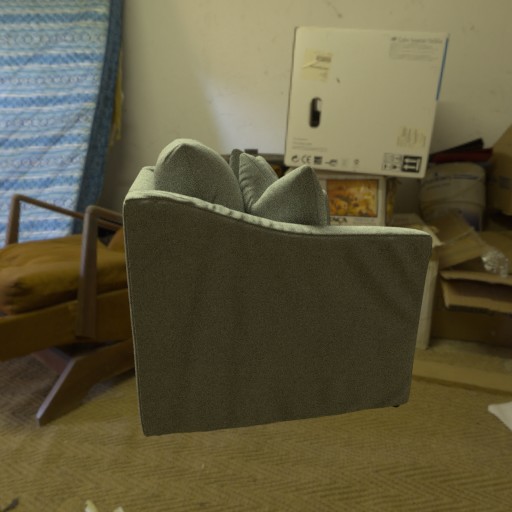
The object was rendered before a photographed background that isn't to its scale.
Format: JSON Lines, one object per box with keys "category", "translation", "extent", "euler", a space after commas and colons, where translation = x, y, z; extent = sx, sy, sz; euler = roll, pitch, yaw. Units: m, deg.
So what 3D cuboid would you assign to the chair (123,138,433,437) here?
{"category": "chair", "translation": [0.000, 0.000, 2.073], "extent": [1.071, 1.059, 1.194], "euler": [-3, 17, -11]}
